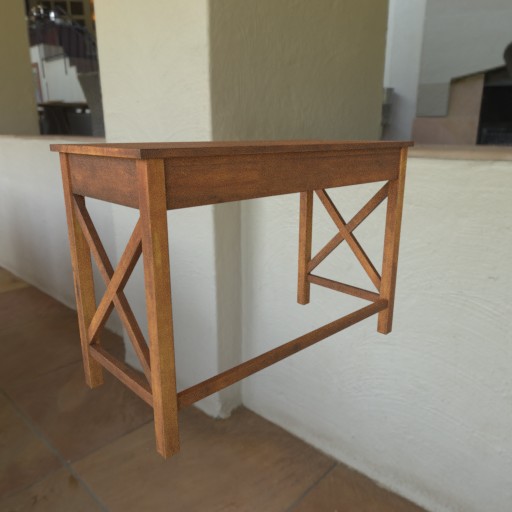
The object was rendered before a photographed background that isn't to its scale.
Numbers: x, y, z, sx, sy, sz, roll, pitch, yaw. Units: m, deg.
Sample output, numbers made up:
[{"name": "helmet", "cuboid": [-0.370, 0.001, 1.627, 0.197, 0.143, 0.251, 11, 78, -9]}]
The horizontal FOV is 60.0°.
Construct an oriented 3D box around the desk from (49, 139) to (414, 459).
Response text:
[{"name": "desk", "cuboid": [0.000, 0.000, 1.536, 1.117, 0.762, 0.508, -14, 21, -41]}]
